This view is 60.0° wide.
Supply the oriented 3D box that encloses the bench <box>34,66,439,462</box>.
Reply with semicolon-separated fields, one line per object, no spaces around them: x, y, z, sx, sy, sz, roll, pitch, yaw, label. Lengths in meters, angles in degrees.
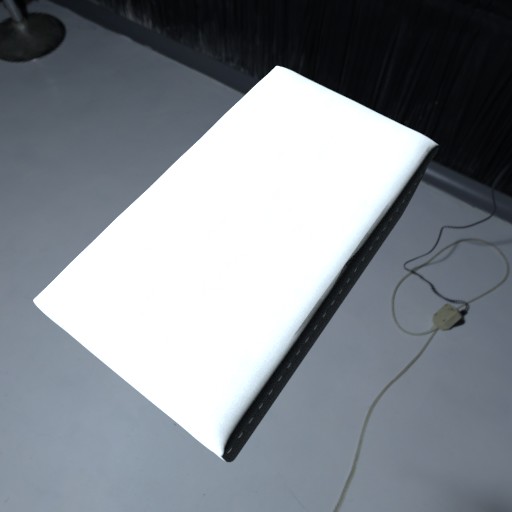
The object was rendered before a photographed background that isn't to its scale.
0.000;0.000;1.180;0.500;0.449;0.887;33;67;16;bench
